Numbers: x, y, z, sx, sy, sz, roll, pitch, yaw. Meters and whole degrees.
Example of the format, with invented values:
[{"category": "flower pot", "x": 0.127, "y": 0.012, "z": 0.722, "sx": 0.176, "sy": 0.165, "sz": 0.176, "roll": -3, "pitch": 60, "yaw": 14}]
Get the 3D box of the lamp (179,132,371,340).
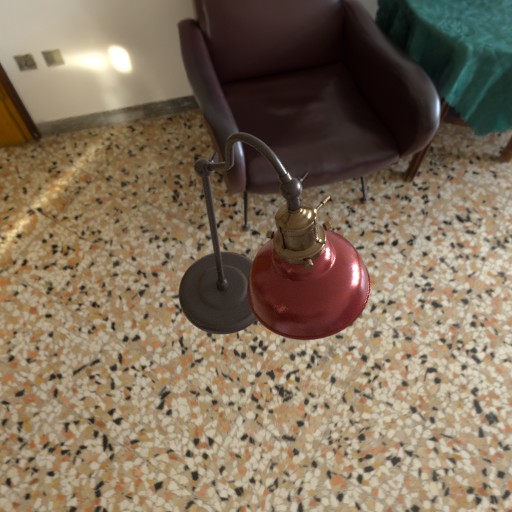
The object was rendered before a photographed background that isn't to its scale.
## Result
[{"category": "lamp", "x": 0.000, "y": 0.000, "z": 0.708, "sx": 0.374, "sy": 0.508, "sz": 0.192, "roll": 36, "pitch": 66, "yaw": 19}]
